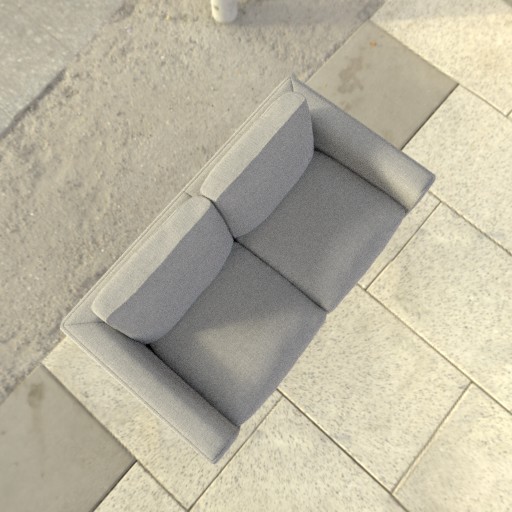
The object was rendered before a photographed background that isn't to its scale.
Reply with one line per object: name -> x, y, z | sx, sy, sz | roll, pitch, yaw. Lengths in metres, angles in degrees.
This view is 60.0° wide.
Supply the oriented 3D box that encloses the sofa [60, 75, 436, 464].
sofa -> 0.000, 0.000, 2.467 | 1.069, 0.800, 1.920 | 38, 79, 9
